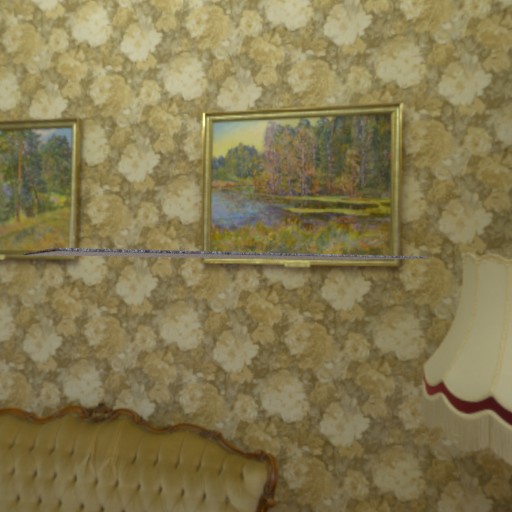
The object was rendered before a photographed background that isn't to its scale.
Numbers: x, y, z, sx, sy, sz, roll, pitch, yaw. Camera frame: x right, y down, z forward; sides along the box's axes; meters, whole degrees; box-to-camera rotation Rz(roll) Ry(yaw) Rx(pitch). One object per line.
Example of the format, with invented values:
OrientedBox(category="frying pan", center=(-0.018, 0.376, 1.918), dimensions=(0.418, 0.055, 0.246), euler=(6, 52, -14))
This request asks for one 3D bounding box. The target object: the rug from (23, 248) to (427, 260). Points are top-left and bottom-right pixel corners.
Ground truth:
OrientedBox(category="rug", center=(0.000, 0.000, 2.552), dimensions=(2.305, 0.013, 0.719), euler=(1, -2, -36))
